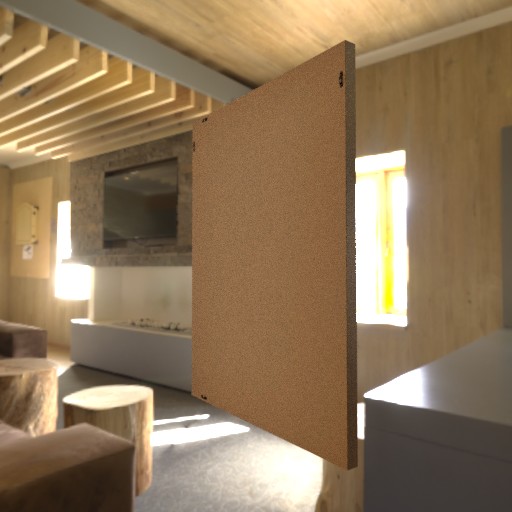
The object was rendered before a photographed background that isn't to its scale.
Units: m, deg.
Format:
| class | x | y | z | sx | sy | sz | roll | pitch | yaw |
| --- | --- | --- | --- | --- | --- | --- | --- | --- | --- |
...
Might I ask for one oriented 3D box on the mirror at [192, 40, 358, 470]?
| class | x | y | z | sx | sy | sz | roll | pitch | yaw |
| --- | --- | --- | --- | --- | --- | --- | --- | --- | --- |
| mirror | 0.000 | 0.000 | 1.360 | 0.041 | 1.016 | 0.762 | 1 | -2 | -36 |
